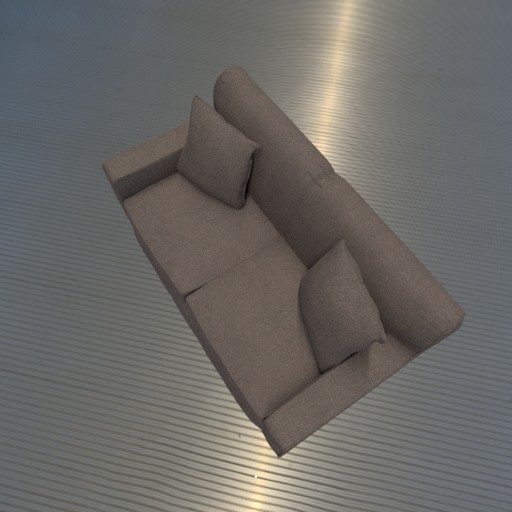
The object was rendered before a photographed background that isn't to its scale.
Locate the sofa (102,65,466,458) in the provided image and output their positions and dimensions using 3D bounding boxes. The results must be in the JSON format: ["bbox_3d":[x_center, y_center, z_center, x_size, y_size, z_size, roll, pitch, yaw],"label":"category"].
[{"bbox_3d":[0.000,0.000,2.463,1.000,0.958,1.846,-31,67,-14],"label":"sofa"}]
